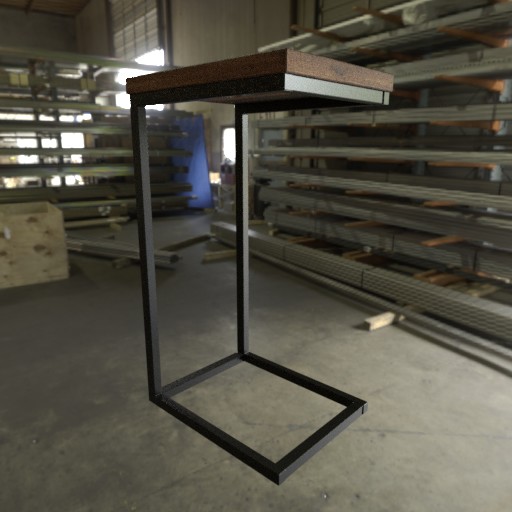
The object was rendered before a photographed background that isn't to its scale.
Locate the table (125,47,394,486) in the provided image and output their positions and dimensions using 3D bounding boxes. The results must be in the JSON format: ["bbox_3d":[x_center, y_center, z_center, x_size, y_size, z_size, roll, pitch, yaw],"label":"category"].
[{"bbox_3d":[0.000,0.000,0.945,0.414,0.718,0.323,13,19,41],"label":"table"}]
